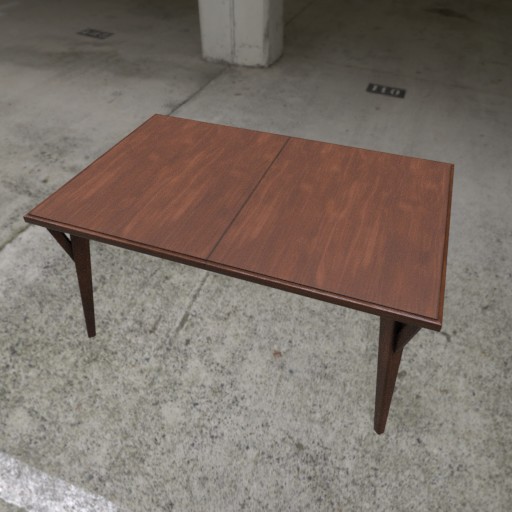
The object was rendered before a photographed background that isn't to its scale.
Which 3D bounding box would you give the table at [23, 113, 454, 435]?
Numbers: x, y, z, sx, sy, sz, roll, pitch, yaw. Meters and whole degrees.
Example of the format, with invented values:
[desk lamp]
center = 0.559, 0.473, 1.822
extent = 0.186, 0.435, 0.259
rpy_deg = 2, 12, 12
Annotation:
[table]
center = 0.000, 0.000, 2.081
extent = 1.524, 0.761, 0.990
rpy_deg = 14, 43, 15
